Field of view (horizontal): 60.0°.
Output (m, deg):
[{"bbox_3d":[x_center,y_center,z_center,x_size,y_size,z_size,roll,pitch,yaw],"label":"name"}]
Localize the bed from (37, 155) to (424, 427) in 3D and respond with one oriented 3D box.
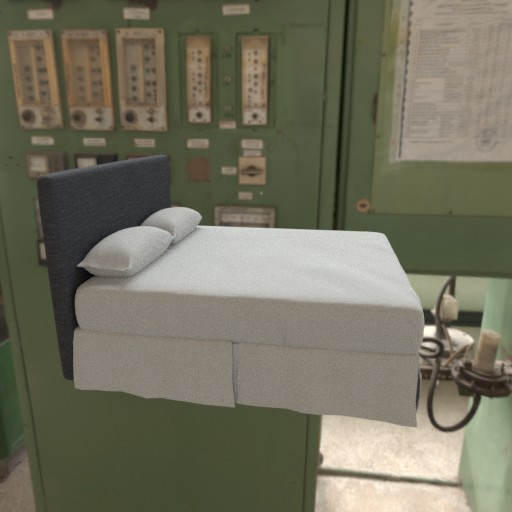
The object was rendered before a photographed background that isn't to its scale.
[{"bbox_3d":[0.000,0.000,3.235,2.142,1.330,1.884,3,17,9],"label":"bed"}]
